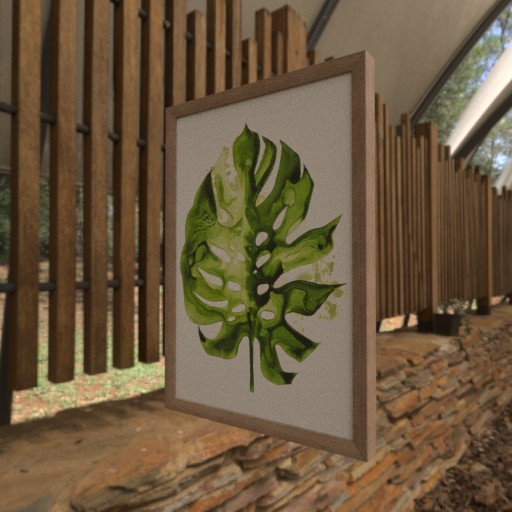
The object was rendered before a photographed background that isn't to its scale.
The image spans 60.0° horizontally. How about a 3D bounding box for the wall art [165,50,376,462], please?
[{"bbox_3d":[0.000,0.000,0.661,0.356,0.509,0.031,-1,-1,35],"label":"wall art"}]
